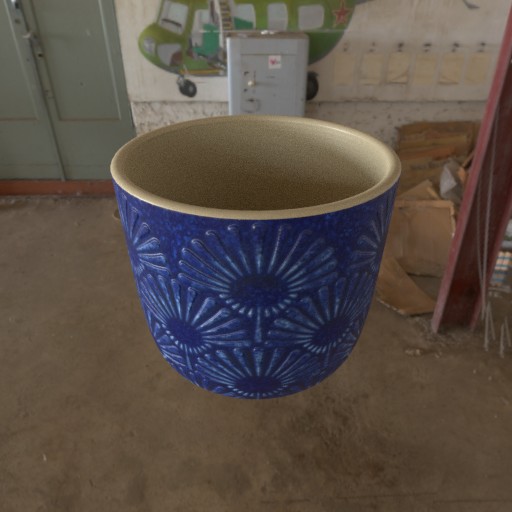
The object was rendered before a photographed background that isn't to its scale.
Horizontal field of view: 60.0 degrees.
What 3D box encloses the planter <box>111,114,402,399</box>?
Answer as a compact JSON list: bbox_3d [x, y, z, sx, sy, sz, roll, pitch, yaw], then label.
[{"bbox_3d":[0.000,0.000,0.224,0.124,0.109,0.124,0,32,0],"label":"planter"}]
